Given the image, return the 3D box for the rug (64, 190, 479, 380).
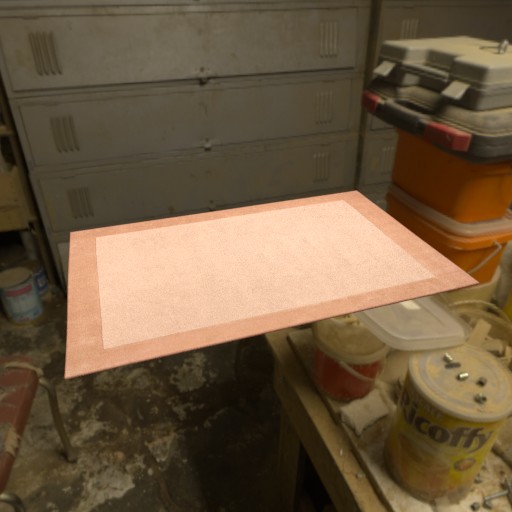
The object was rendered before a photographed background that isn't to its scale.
[{"bbox_3d":[0.000,0.000,3.048,2.438,0.014,1.524,-10,33,-16],"label":"rug"}]
